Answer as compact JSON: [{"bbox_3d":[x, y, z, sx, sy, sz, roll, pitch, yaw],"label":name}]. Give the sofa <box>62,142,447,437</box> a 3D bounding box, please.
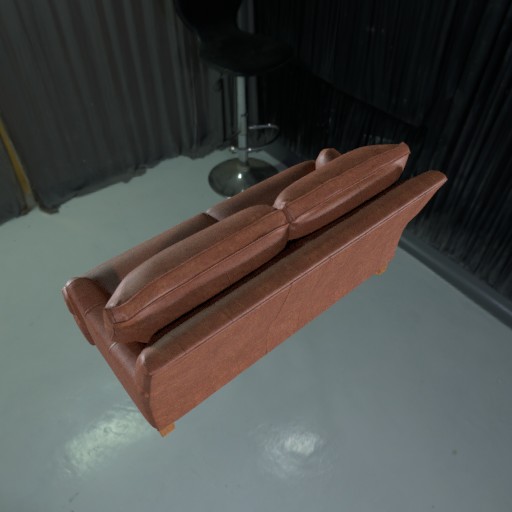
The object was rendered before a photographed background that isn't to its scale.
[{"bbox_3d":[0.000,0.000,2.791,2.144,1.071,1.147,-31,54,-26],"label":"sofa"}]
